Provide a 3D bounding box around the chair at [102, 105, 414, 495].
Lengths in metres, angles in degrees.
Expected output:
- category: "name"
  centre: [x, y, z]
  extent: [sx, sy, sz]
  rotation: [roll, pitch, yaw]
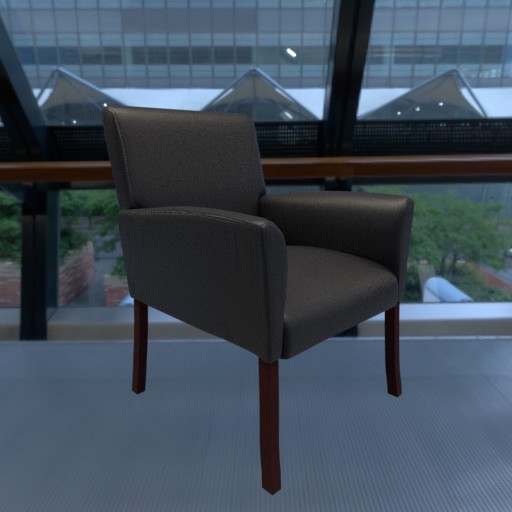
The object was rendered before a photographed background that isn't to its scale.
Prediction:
- category: "chair"
  centre: [0.000, 0.000, 1.452]
  extent: [0.683, 0.951, 0.772]
  rotation: [-13, 19, -43]
